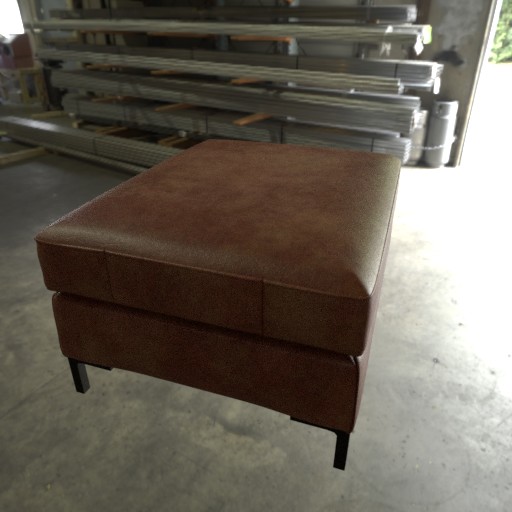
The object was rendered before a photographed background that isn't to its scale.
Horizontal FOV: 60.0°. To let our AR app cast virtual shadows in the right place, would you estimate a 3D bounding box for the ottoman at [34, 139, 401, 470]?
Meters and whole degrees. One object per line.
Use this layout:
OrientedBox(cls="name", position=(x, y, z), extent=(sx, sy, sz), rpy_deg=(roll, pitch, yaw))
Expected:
OrientedBox(cls="ottoman", position=(0.000, 0.000, 1.725), extent=(0.965, 0.667, 1.186), rpy_deg=(9, 30, 17))
